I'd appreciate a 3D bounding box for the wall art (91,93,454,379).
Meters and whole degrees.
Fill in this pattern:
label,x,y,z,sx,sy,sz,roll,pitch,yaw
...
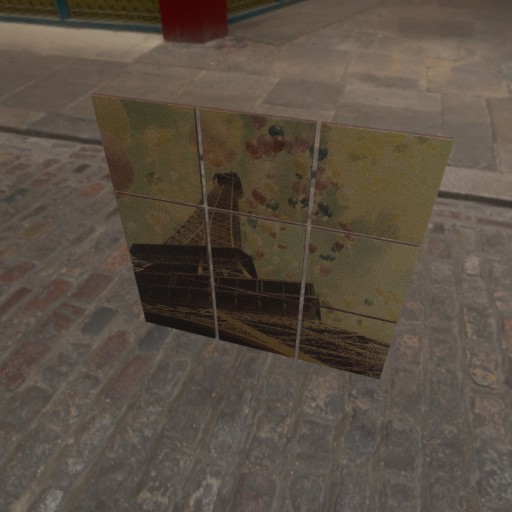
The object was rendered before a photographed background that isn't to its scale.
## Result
label,x,y,z,sx,sy,sz,roll,pitch,yaw
wall art,0.000,0.000,1.886,1.256,1.246,0.017,11,42,13
